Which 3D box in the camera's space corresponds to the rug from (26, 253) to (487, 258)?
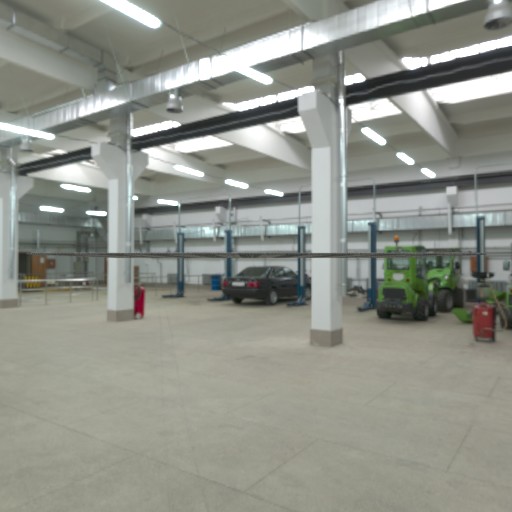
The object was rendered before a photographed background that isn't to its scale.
[{"bbox_3d":[0.000,0.000,3.146,2.476,0.011,1.554,0,-1,-1],"label":"rug"}]
